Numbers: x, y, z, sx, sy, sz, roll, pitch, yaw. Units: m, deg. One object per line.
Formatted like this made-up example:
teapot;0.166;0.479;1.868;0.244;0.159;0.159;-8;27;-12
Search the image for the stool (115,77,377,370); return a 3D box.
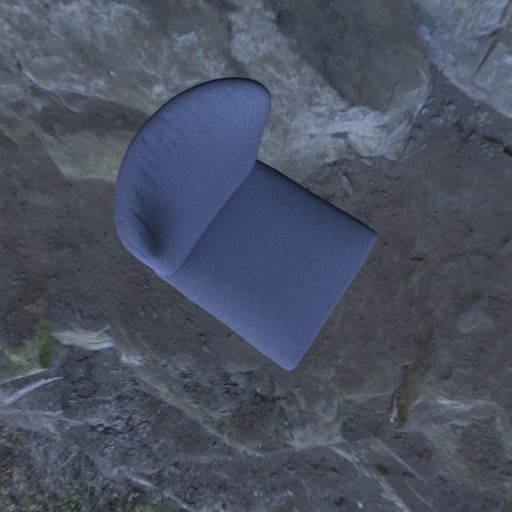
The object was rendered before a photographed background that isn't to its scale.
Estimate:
stool;0.000;0.000;1.402;0.568;1.069;0.481;34;78;8
